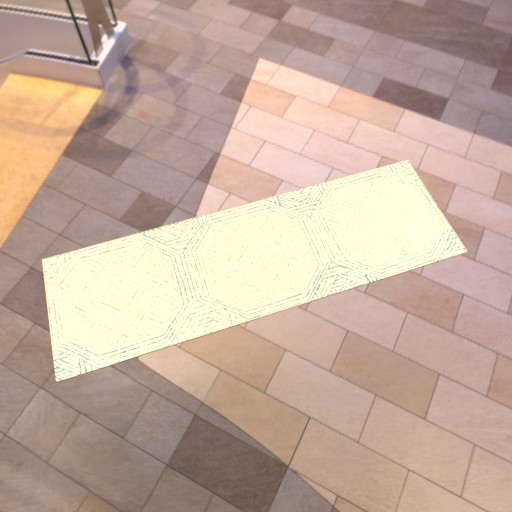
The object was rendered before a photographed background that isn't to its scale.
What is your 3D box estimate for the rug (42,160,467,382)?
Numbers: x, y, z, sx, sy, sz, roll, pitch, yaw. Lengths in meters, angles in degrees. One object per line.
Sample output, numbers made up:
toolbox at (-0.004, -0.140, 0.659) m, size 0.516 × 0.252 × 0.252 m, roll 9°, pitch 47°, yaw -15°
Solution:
rug at (0.000, 0.000, 2.674) m, size 2.452 × 0.012 × 0.775 m, roll -16°, pitch 62°, yaw -9°
